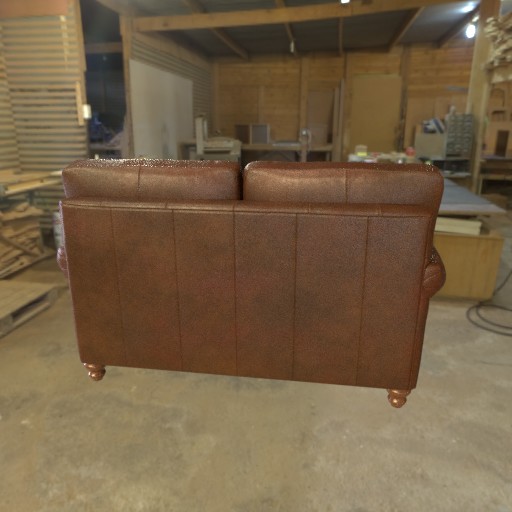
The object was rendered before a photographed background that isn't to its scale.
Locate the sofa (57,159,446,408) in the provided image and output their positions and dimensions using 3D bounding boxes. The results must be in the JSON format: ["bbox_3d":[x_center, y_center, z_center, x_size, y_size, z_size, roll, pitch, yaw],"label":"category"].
[{"bbox_3d":[0.000,0.000,2.191,1.616,0.976,0.990,3,17,8],"label":"sofa"}]
